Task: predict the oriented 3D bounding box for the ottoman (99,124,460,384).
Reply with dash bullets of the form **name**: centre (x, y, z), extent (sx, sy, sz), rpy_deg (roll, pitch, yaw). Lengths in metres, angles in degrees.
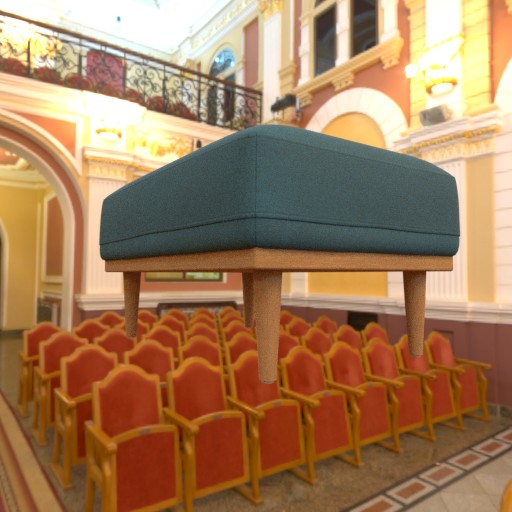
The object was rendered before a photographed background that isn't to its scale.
- **ottoman**: centre (0.000, 0.000, 1.064), extent (0.549, 0.428, 0.749), rpy_deg (2, -3, -35)
